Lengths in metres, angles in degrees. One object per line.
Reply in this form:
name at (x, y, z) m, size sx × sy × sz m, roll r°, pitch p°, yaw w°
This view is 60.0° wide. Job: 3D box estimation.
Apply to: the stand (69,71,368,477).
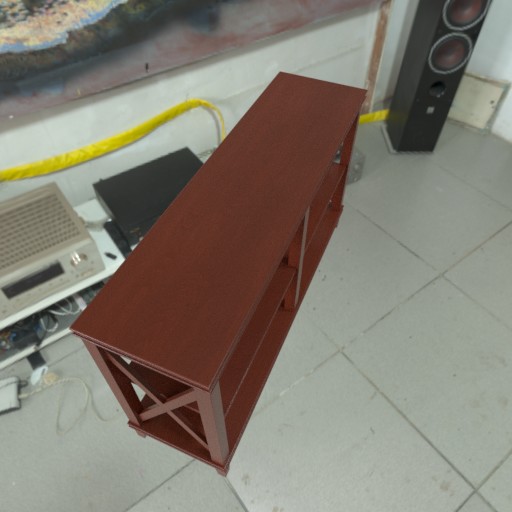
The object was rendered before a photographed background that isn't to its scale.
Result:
stand at (0.000, 0.000, 1.708) m, size 0.381 × 0.762 × 1.372 m, roll 18°, pitch 52°, yaw 15°
